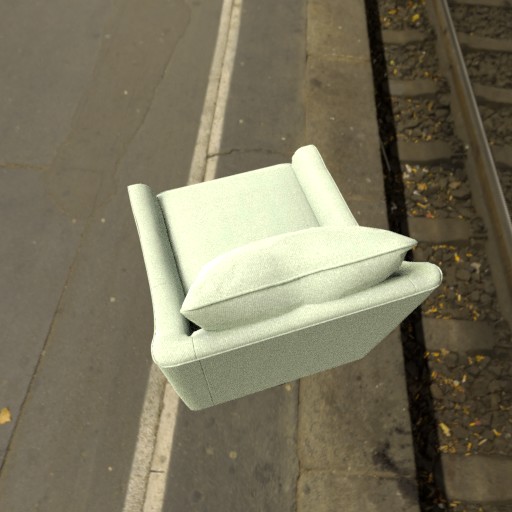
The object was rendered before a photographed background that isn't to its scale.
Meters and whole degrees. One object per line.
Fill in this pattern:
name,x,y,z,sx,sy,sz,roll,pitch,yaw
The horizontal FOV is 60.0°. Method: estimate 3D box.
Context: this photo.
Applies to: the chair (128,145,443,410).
chair,0.000,0.000,1.570,0.760,0.926,0.870,-15,59,-9
